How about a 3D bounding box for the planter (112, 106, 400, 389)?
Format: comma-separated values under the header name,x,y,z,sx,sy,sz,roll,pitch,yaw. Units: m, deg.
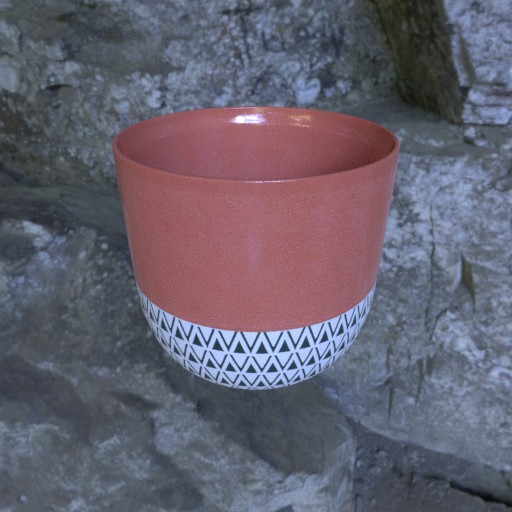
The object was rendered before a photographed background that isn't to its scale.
name,x,y,z,sx,sy,sz,roll,pitch,yaw
planter,0.000,0.000,0.490,0.266,0.270,0.266,0,29,0
